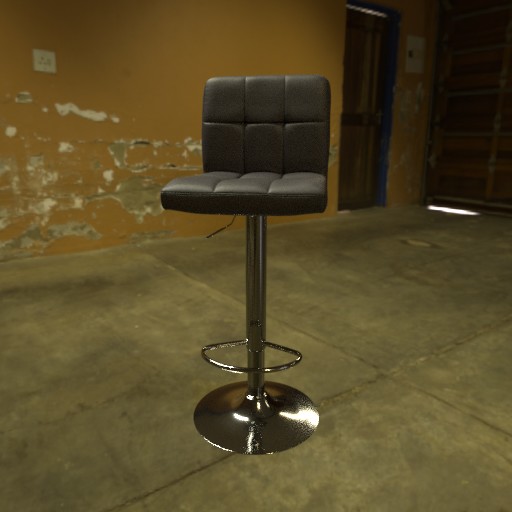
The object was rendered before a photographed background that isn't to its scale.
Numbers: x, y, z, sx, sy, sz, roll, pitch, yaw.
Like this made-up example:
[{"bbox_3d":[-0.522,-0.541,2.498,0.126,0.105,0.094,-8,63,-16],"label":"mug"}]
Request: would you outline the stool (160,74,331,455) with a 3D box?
[{"bbox_3d":[0.000,0.000,1.378,0.430,1.115,0.505,2,14,8],"label":"stool"}]
